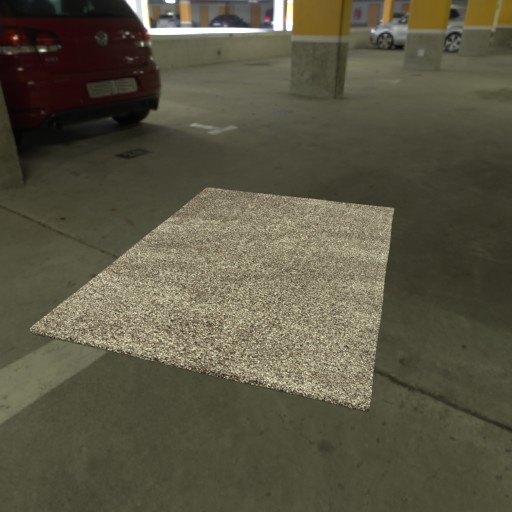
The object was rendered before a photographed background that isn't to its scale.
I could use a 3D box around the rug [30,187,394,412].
[{"bbox_3d":[0.000,0.000,2.105,1.198,0.025,1.601,9,29,16],"label":"rug"}]
